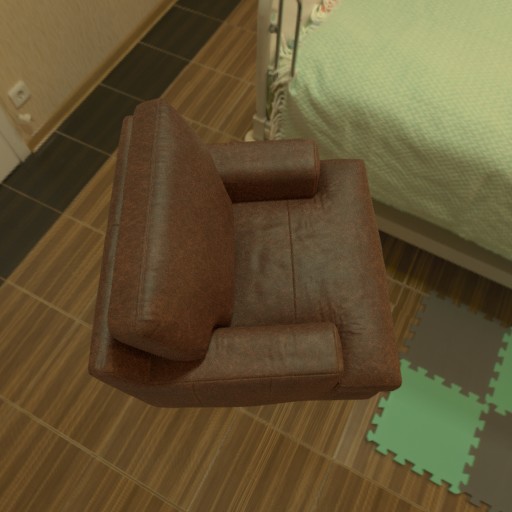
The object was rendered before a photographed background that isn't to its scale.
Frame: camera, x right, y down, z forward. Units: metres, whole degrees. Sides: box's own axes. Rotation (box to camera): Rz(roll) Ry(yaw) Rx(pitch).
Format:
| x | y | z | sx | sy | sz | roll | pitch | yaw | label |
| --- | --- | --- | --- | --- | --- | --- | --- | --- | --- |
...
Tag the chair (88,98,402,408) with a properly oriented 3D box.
| x | y | z | sx | sy | sz | roll | pitch | yaw | label |
| --- | --- | --- | --- | --- | --- | --- | --- | --- | --- |
| 0.000 | 0.000 | 1.933 | 1.143 | 0.939 | 1.168 | -1 | 63 | -1 | chair |
